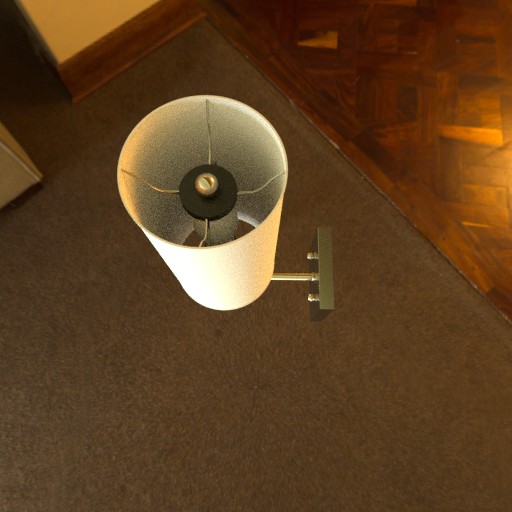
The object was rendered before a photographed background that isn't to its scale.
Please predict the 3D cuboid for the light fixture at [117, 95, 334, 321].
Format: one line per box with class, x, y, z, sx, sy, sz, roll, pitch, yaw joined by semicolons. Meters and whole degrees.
light fixture;0.000;0.000;0.554;0.208;0.462;0.128;1;74;0
